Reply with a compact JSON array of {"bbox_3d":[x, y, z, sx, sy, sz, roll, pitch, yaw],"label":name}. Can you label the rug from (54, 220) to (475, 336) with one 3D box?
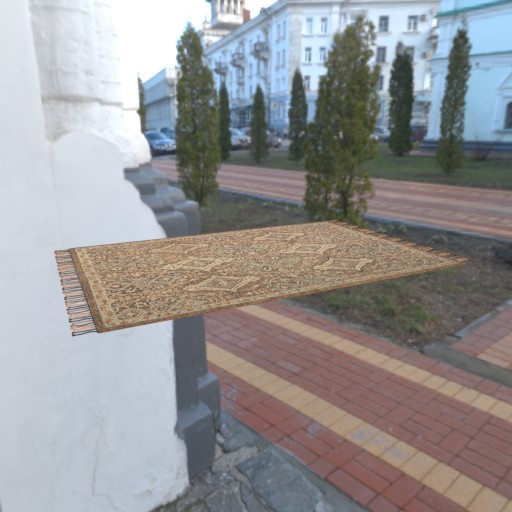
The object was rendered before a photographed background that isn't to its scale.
[{"bbox_3d":[0.000,0.000,2.993,2.434,0.010,1.516,-8,18,-25],"label":"rug"}]
